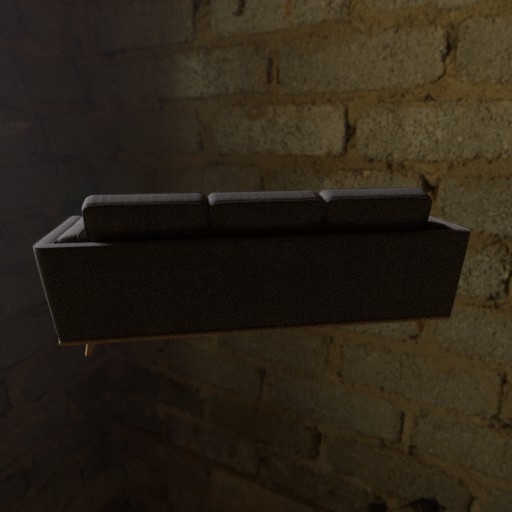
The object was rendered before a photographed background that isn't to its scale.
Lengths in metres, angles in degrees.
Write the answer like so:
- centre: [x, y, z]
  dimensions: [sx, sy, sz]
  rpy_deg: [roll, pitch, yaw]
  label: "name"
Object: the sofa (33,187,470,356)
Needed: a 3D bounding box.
- centre: [0.000, 0.000, 2.787]
  dimensions: [2.362, 0.899, 0.903]
  rpy_deg: [-2, 16, -9]
  label: "sofa"
